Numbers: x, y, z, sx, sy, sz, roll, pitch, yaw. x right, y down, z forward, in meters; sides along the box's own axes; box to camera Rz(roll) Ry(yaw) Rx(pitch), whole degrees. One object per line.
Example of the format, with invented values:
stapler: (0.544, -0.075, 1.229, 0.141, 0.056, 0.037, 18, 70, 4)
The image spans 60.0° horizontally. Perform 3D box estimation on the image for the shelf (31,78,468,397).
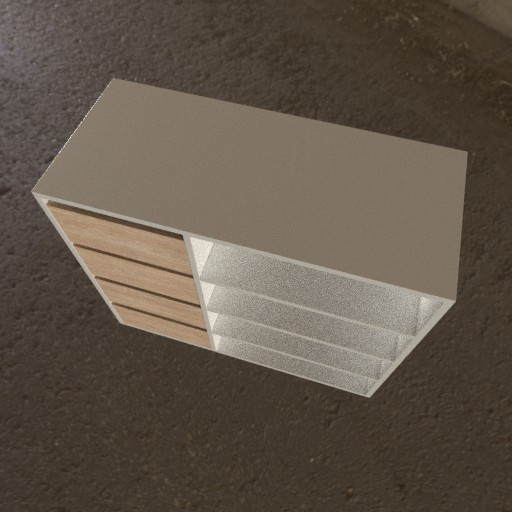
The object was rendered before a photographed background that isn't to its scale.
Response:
shelf: (0.000, 0.000, 1.300, 0.895, 0.732, 0.396, 15, 60, 9)
